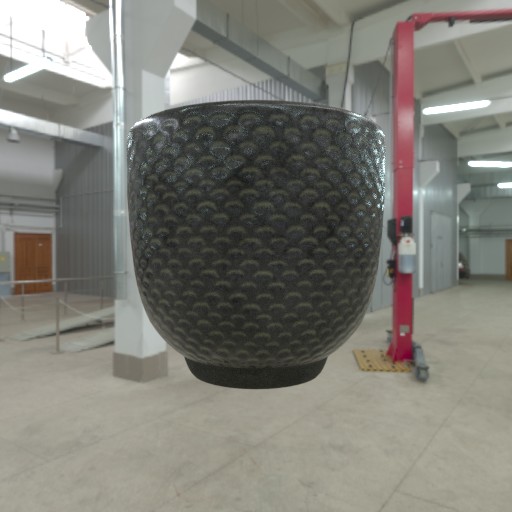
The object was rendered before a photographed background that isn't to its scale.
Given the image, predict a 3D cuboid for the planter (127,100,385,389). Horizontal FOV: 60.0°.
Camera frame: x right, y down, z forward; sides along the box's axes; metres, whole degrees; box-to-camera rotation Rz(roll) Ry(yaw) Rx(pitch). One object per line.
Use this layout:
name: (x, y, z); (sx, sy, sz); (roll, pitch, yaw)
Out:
planter: (0.000, 0.000, 0.308); (0.172, 0.160, 0.172); (0, 1, 0)
